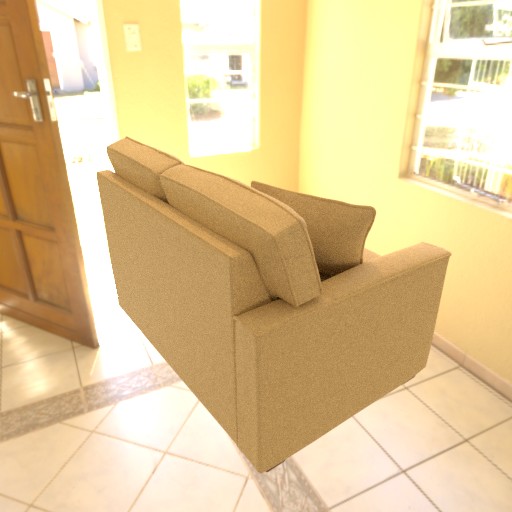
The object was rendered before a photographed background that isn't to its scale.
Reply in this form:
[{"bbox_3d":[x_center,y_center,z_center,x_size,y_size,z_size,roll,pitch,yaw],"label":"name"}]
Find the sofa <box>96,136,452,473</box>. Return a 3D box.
[{"bbox_3d":[0.000,0.000,2.089,0.991,0.989,1.388,-18,31,-32],"label":"sofa"}]
